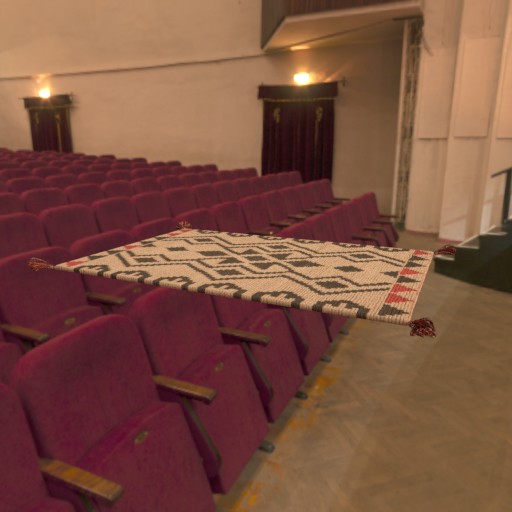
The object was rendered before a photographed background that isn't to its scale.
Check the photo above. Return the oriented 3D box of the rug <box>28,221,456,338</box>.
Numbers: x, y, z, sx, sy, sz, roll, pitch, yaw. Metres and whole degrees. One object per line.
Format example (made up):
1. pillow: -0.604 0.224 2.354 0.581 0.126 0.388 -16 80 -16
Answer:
1. rug: 0.000 0.000 2.542 2.069 0.067 1.444 7 15 25
